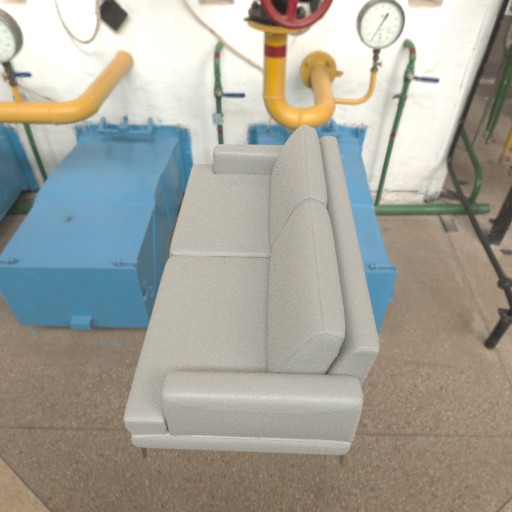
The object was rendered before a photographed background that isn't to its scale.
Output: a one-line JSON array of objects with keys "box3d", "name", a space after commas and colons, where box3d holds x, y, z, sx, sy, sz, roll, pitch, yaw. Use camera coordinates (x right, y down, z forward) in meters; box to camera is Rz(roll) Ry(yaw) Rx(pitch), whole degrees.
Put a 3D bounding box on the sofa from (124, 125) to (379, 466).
[{"box3d": [0.000, 0.000, 2.400, 0.974, 0.765, 1.940, 1, 42, 2], "name": "sofa"}]
